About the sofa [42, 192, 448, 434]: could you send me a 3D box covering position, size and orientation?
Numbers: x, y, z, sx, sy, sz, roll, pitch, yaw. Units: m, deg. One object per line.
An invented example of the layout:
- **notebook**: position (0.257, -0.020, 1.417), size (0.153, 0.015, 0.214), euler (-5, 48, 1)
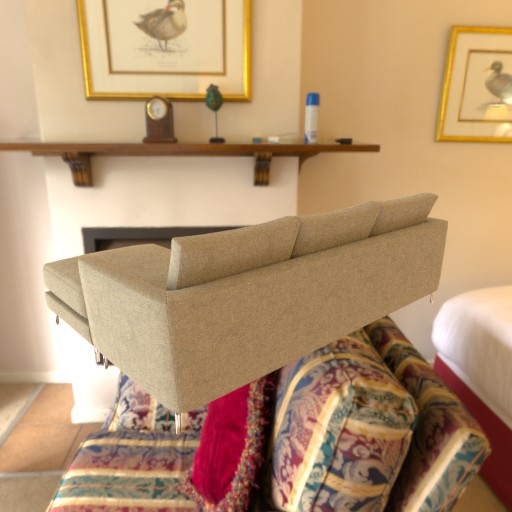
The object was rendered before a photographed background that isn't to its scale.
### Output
- **sofa**: position (0.000, 0.000, 3.101), size (2.438, 0.864, 1.626), euler (-14, 21, -40)
